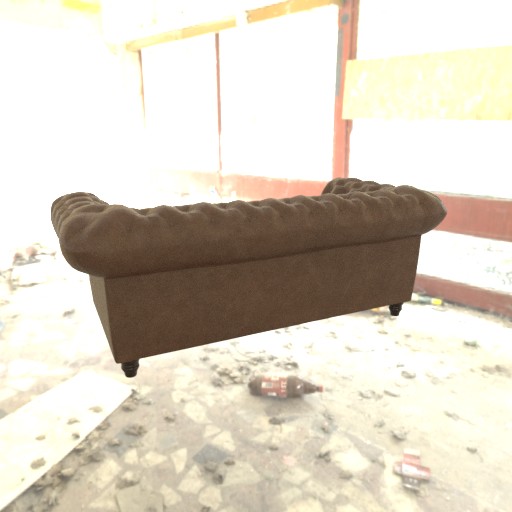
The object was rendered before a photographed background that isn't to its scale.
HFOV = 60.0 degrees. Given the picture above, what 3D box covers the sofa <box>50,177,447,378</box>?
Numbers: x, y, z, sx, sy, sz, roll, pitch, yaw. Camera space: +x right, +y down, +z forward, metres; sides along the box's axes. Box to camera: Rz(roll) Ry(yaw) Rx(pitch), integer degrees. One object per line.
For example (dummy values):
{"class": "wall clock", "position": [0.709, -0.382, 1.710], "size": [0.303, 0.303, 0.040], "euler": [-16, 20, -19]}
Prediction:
{"class": "sofa", "position": [0.000, 0.000, 2.511], "size": [2.048, 0.784, 0.955], "euler": [-8, 17, -25]}
